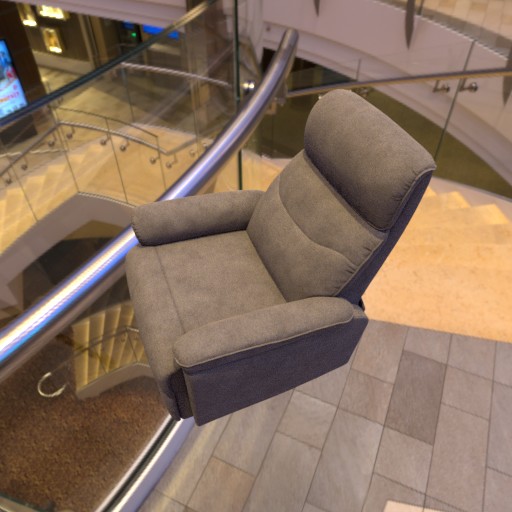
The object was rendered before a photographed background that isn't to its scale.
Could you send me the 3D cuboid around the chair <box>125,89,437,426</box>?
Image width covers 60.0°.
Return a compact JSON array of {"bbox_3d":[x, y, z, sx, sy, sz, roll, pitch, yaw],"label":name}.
[{"bbox_3d":[0.000,0.000,1.743,1.009,1.036,0.830,-16,47,-15],"label":"chair"}]
